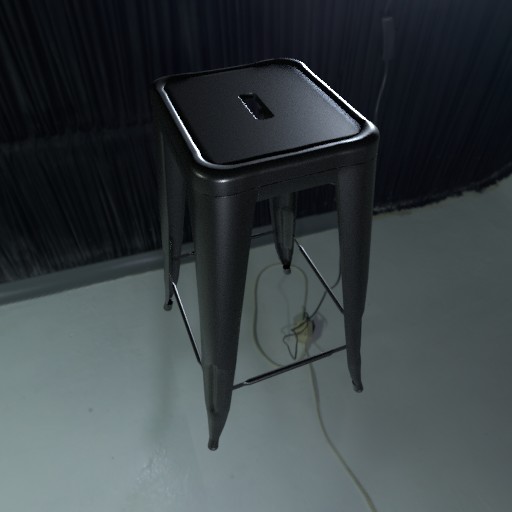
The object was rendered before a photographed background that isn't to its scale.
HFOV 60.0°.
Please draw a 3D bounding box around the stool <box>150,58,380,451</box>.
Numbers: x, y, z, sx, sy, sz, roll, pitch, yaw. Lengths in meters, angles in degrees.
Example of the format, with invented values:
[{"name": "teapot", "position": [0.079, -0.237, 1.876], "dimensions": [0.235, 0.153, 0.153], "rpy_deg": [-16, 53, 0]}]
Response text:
[{"name": "stool", "position": [0.000, 0.000, 0.839], "dimensions": [0.359, 0.609, 0.399], "rpy_deg": [-16, 48, -15]}]
